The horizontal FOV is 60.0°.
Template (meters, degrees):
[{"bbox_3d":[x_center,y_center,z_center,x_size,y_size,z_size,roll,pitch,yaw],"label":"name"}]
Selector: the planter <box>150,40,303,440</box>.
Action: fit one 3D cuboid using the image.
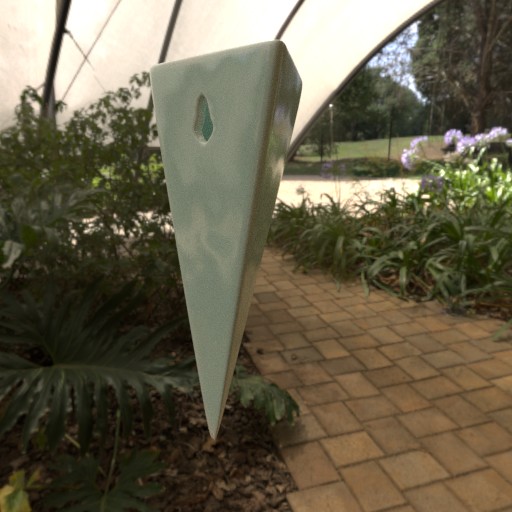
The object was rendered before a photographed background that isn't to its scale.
[{"bbox_3d":[0.000,0.000,0.221,0.080,0.178,0.064,13,19,42],"label":"planter"}]
